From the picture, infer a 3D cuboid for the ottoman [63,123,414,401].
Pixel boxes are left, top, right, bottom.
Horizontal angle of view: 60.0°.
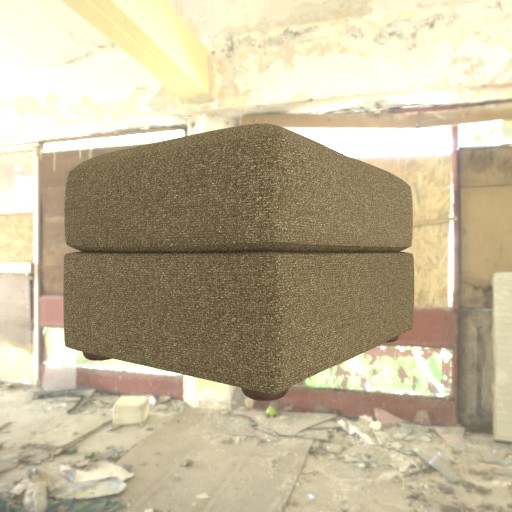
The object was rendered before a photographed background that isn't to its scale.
[{"bbox_3d":[0.000,0.000,1.121,0.598,0.476,0.742,0,1,36],"label":"ottoman"}]
